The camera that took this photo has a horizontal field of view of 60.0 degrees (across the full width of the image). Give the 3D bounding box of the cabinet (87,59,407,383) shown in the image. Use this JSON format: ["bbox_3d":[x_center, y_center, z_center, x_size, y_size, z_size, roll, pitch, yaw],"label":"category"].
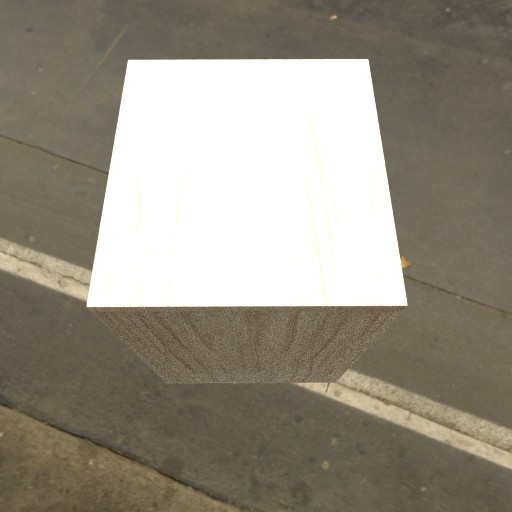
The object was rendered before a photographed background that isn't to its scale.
[{"bbox_3d":[0.000,0.000,0.871,0.401,0.579,0.409,0,64,0],"label":"cabinet"}]
